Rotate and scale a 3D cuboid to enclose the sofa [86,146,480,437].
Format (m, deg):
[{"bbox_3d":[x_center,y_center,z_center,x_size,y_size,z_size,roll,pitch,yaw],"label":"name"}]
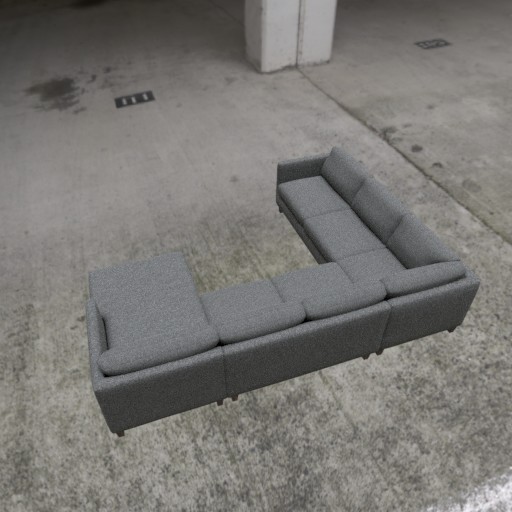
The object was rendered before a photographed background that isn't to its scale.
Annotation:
[{"bbox_3d":[0.000,0.000,4.436,3.238,0.853,2.551,-13,43,-15],"label":"sofa"}]
